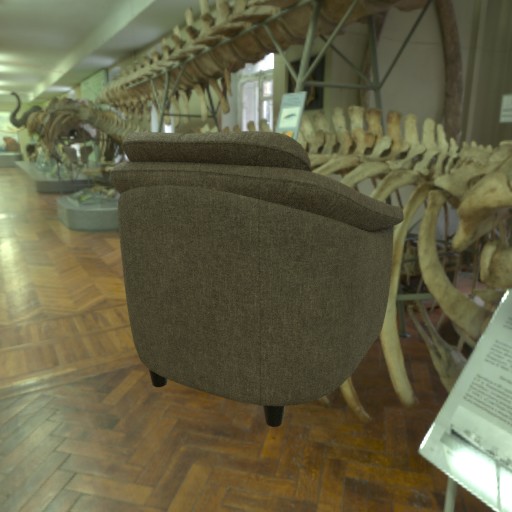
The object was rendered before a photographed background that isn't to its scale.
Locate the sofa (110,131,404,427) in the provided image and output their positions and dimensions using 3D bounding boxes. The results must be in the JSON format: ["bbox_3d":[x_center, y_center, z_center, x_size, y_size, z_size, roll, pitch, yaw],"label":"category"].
[{"bbox_3d":[0.000,0.000,1.512,0.870,0.811,0.794,8,17,28],"label":"sofa"}]
